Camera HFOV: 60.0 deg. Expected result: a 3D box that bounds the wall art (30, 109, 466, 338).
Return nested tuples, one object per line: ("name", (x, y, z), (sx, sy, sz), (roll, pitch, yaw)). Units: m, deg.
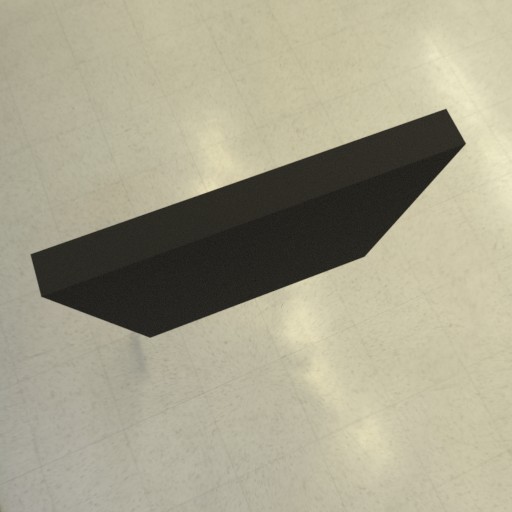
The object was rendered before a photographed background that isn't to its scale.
("wall art", (0.000, 0.000, 0.451), (0.308, 0.305, 0.030), (-20, 76, -5))
